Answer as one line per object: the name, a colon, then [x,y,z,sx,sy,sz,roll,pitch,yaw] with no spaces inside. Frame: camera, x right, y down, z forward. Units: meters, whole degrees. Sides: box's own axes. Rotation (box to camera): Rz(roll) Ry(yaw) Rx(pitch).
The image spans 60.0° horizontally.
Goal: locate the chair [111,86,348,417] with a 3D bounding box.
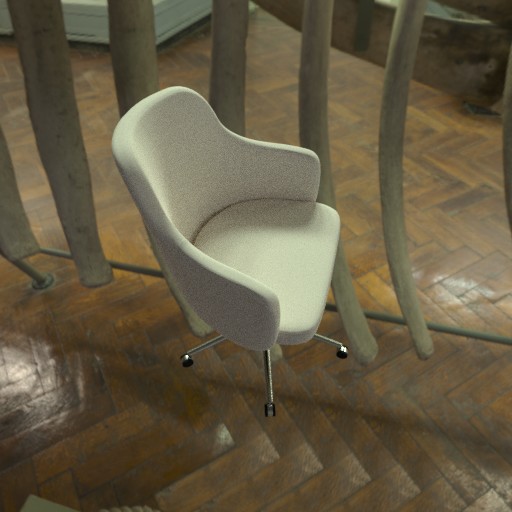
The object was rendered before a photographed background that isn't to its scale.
chair: [0.000,0.000,1.288,0.647,0.819,0.602,11,47,10]
